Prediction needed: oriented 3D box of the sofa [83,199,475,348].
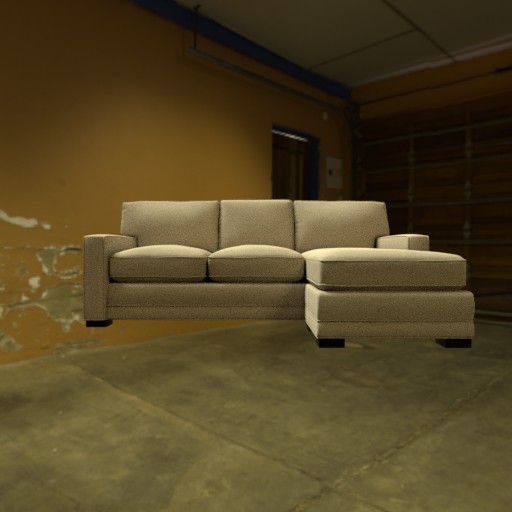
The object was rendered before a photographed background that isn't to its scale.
[{"bbox_3d":[0.000,0.000,2.831,2.087,0.861,1.496,0,1,0],"label":"sofa"}]
